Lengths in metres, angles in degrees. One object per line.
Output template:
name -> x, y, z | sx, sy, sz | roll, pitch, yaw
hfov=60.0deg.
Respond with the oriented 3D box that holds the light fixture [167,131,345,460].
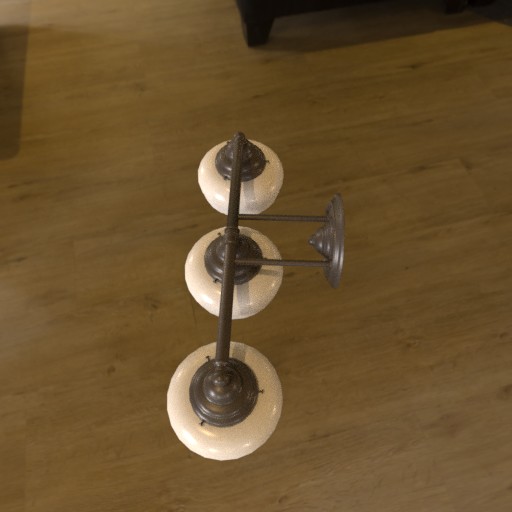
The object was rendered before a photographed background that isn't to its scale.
light fixture -> 0.000, 0.000, 0.706 | 0.239, 0.242, 0.587 | 2, 58, 1
